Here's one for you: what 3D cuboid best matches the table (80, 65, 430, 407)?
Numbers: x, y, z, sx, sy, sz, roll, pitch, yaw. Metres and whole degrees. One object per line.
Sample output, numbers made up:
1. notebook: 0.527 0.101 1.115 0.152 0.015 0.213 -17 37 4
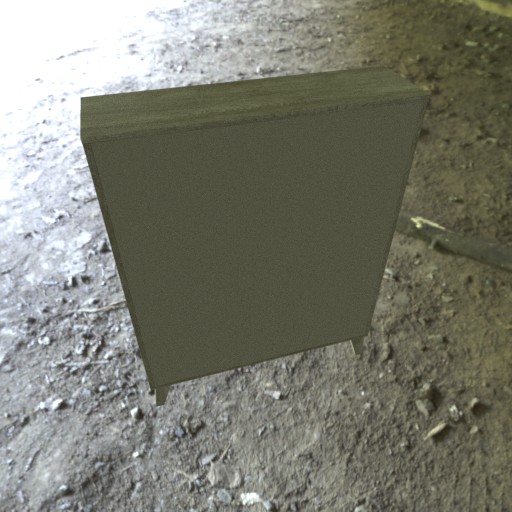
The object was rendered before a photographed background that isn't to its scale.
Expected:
1. table: 0.000 0.000 1.559 0.902 1.135 0.256 -11 42 -12
